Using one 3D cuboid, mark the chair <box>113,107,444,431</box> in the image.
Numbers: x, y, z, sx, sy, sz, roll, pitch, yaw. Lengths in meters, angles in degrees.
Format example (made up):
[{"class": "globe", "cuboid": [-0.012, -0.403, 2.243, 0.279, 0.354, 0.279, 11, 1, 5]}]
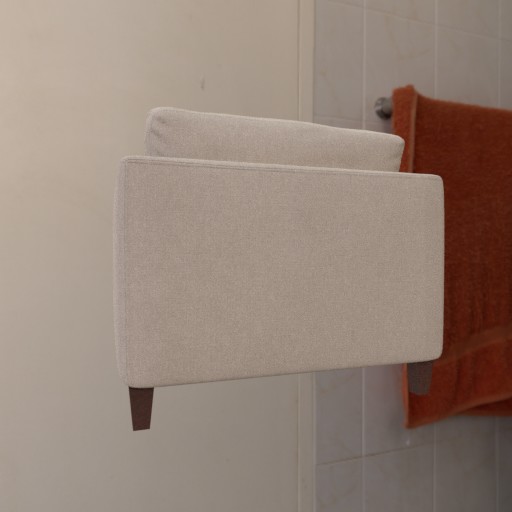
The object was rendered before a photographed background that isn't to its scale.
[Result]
[{"class": "chair", "cuboid": [0.000, 0.000, 1.805, 1.107, 0.961, 0.959, 0, 1, -18]}]
